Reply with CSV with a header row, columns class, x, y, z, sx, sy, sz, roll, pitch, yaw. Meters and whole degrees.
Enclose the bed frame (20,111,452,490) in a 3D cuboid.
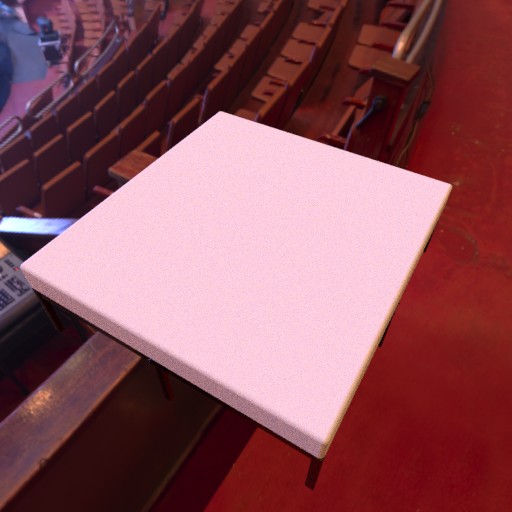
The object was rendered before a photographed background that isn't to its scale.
class,x,y,z,sx,sy,sz,roll,pitch,yaw
bed frame,0.000,0.000,3.046,1.963,0.659,2.079,24,51,21
